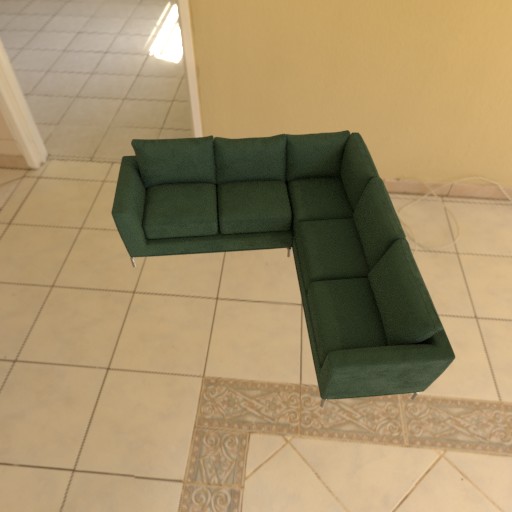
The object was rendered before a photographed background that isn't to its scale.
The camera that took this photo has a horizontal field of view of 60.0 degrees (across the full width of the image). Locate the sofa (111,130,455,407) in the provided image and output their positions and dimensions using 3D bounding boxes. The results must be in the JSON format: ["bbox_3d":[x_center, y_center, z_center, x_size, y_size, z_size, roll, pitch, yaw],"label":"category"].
[{"bbox_3d":[0.000,0.000,3.849,2.468,1.004,2.452,-4,49,-3],"label":"sofa"}]
